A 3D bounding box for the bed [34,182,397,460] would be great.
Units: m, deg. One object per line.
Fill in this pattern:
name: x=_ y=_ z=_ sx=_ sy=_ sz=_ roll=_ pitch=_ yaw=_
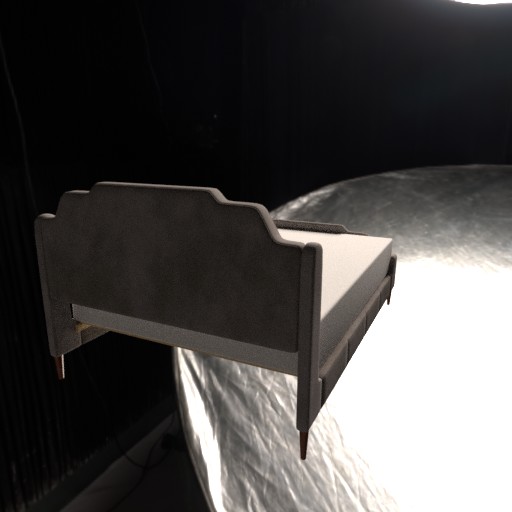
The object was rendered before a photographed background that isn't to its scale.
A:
bed: x=0.000 y=0.000 z=3.262 sx=1.676 sy=1.245 sz=2.340 roll=7 pitch=17 yaw=25
